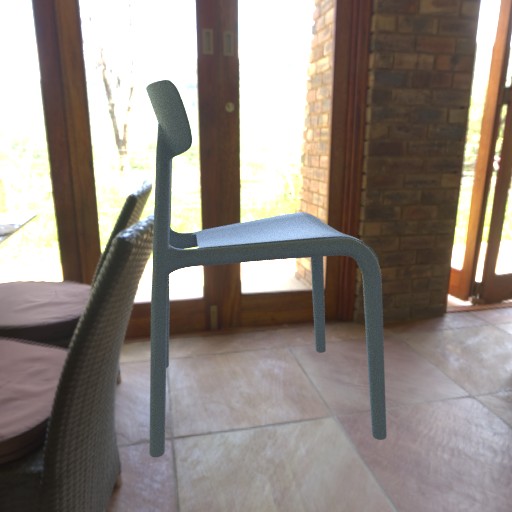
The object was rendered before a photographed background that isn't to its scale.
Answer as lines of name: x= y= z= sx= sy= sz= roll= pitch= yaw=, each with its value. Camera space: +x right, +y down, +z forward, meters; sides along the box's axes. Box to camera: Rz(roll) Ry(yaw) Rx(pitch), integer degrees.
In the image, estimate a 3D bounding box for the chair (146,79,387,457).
chair: x=0.000 y=0.000 z=0.826 sx=0.401 sy=0.580 sz=0.356 roll=-2 pitch=14 yaw=-9
